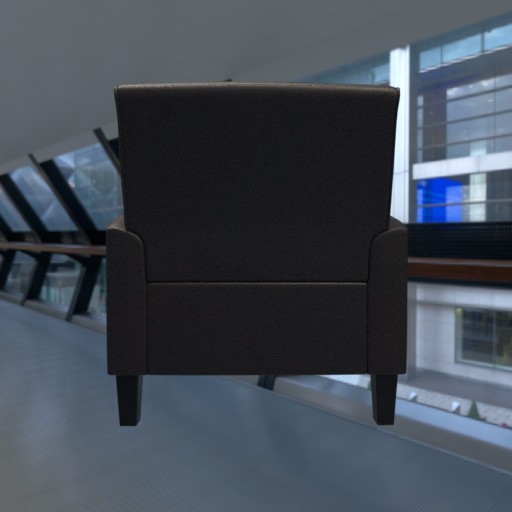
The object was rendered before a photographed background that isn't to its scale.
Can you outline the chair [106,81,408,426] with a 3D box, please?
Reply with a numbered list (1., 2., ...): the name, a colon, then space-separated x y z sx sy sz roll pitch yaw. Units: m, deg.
1. chair: 0.000 0.000 1.536 0.820 0.916 0.819 0 1 -1
